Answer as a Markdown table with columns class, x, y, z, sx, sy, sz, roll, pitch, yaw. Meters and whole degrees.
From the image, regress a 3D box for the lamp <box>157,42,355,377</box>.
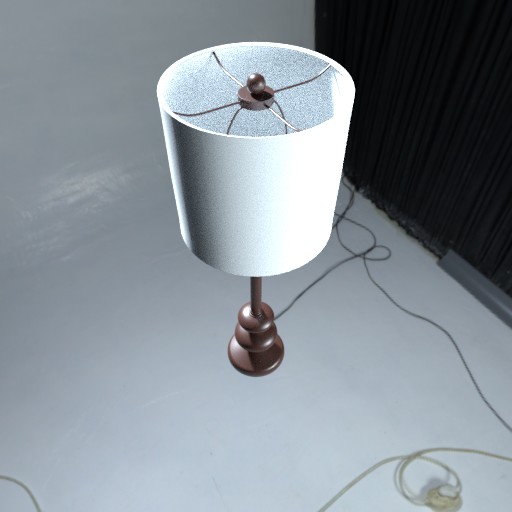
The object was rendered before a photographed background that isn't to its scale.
| class | x | y | z | sx | sy | sz | roll | pitch | yaw |
| --- | --- | --- | --- | --- | --- | --- | --- | --- | --- |
| lamp | 0.000 | 0.000 | 0.820 | 0.254 | 0.690 | 0.254 | -24 | 52 | -20 |
